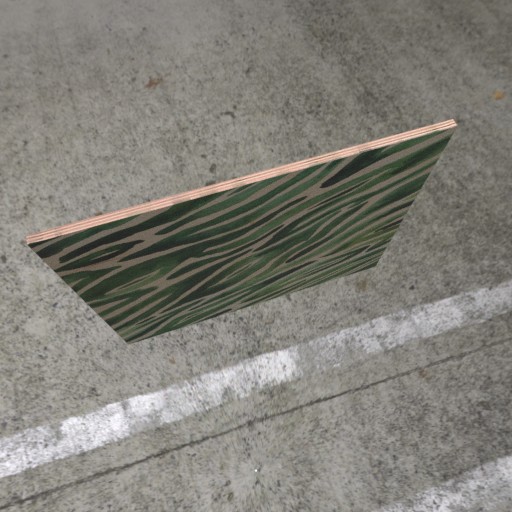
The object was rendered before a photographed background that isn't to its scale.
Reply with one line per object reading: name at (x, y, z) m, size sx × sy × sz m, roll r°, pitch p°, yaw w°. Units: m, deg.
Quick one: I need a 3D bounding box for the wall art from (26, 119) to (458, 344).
wall art at (0.000, 0.000, 0.684) m, size 0.508 × 0.408 × 0.012 m, roll -17°, pitch 65°, yaw -8°
